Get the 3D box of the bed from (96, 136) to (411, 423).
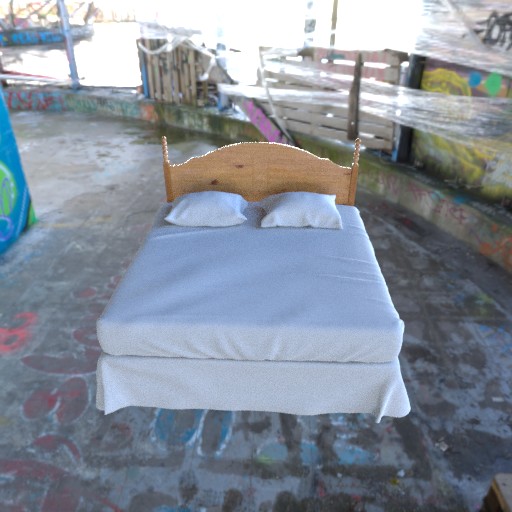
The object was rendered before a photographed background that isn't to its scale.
[{"bbox_3d":[0.000,0.000,3.651,2.322,1.355,2.219,1,31,2],"label":"bed"}]
